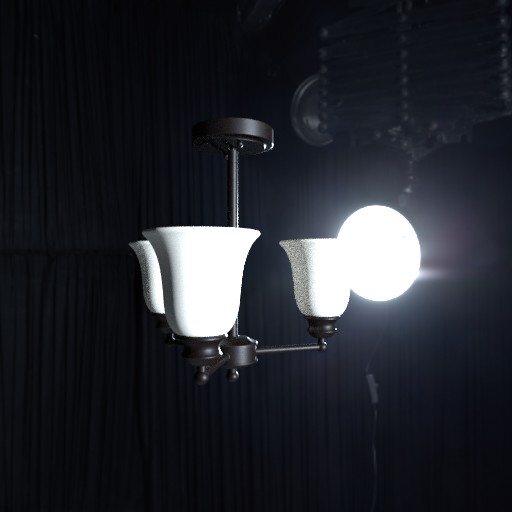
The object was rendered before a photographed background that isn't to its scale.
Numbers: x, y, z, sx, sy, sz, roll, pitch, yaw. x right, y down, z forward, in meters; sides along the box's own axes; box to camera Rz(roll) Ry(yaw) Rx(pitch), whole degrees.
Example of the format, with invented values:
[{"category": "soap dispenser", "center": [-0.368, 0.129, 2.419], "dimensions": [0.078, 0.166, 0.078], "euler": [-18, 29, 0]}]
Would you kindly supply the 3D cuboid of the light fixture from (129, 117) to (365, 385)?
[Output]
[{"category": "light fixture", "center": [0.000, 0.000, 0.666], "dimensions": [0.354, 0.370, 0.388], "euler": [0, -1, -19]}]
